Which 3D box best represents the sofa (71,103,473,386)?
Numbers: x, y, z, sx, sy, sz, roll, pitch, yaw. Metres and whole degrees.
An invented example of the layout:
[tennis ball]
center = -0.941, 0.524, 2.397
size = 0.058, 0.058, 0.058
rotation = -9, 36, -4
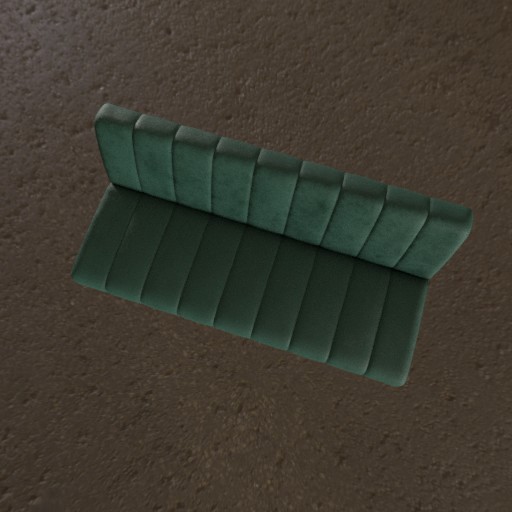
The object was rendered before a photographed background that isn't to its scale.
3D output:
[sofa]
center = 0.000, 0.000, 2.323
size = 1.810, 0.820, 0.830
rotation = 17, 76, 4
